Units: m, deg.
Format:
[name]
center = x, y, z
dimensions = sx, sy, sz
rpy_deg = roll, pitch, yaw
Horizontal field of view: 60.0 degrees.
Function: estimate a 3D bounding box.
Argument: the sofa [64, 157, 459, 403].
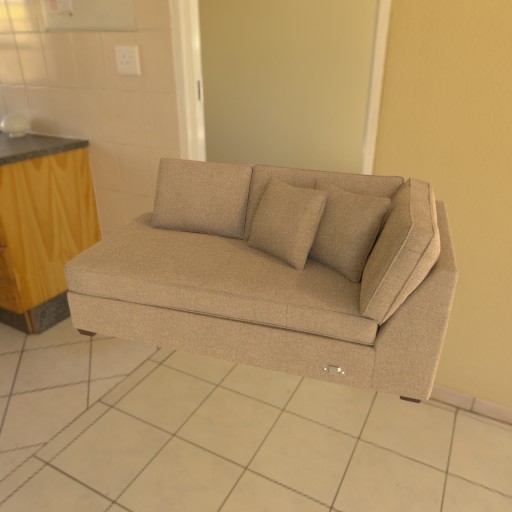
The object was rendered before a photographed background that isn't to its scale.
[sofa]
center = 0.000, 0.000, 2.848
dimensions = 2.238, 1.019, 1.110
rpy_deg = 8, 26, 16
